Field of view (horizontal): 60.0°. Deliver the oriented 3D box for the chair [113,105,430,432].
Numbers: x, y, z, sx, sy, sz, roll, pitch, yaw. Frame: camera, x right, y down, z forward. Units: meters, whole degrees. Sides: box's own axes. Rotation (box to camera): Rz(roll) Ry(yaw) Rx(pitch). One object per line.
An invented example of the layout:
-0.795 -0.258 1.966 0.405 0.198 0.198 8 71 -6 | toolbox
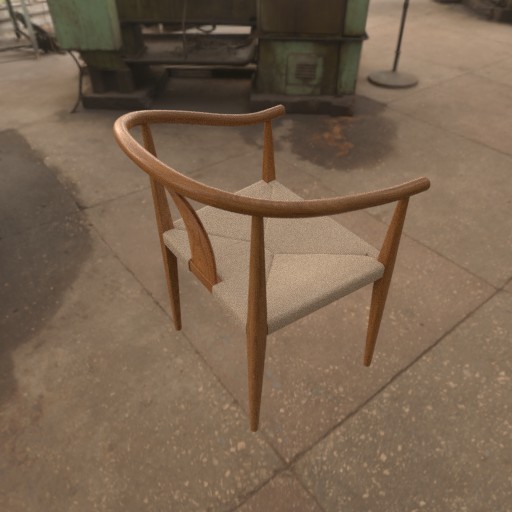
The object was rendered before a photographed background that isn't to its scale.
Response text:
0.000 0.000 1.207 0.579 0.800 0.556 -25 46 -26 | chair
